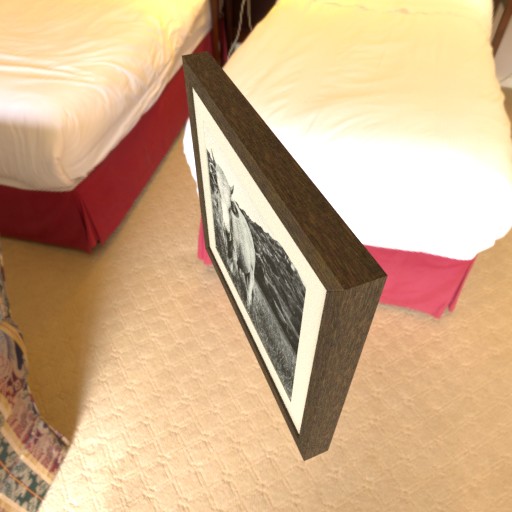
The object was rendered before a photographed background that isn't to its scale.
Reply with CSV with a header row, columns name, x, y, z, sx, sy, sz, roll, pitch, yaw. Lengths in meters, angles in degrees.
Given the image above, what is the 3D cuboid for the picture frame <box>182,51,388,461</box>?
name,x,y,z,sx,sy,sz,roll,pitch,yaw
picture frame,0.000,0.000,0.529,0.033,0.330,0.378,-17,50,-15
